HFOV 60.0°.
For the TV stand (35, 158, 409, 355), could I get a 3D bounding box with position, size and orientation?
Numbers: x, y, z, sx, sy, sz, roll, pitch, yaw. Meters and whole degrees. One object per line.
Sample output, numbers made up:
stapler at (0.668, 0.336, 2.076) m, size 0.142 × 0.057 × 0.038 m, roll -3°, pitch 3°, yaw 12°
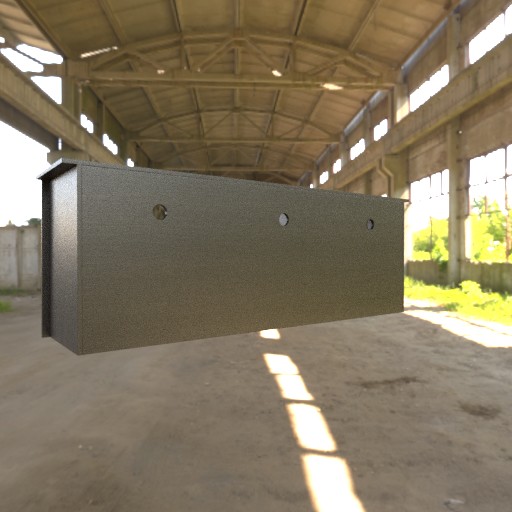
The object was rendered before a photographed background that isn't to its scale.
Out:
TV stand at (0.000, 0.000, 2.046) m, size 1.778 × 0.610 × 0.406 m, roll 0°, pitch 1°, yaw -37°
